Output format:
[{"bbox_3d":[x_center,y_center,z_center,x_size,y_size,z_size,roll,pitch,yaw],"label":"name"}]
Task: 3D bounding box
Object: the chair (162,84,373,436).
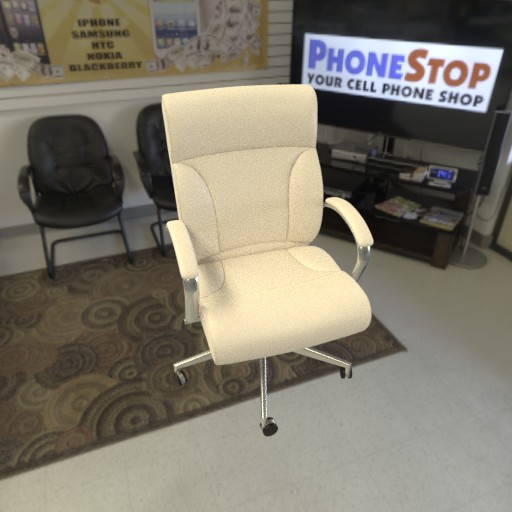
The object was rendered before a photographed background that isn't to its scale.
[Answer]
[{"bbox_3d":[0.000,0.000,1.657,0.727,1.099,0.745,-10,33,-15],"label":"chair"}]
